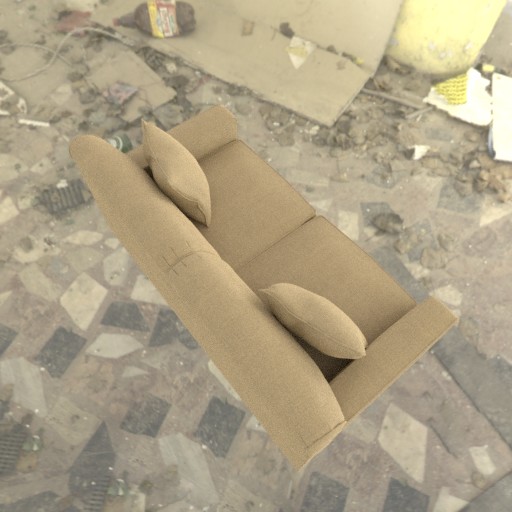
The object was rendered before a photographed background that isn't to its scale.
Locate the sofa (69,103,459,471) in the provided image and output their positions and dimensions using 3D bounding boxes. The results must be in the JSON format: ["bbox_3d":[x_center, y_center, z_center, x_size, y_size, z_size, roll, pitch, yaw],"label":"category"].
[{"bbox_3d":[0.000,0.000,2.372,0.998,0.958,1.846,-35,66,-18],"label":"sofa"}]
